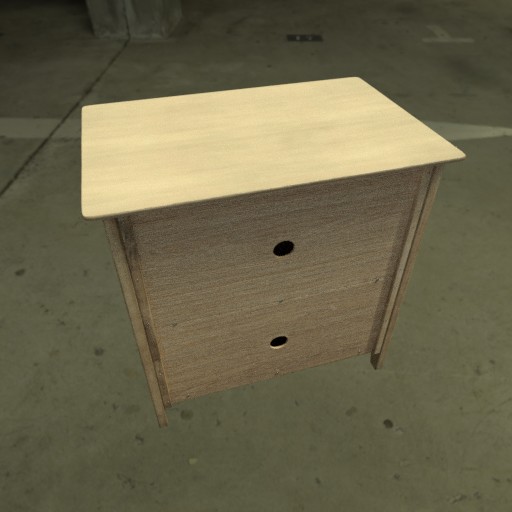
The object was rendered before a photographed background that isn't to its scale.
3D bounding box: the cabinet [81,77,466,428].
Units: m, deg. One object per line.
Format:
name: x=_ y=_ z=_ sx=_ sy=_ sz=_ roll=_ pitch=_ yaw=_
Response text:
cabinet: x=0.000 y=0.000 z=1.256 sx=0.763 sy=0.762 sz=0.503 roll=-11 pitch=42 yaw=-13
